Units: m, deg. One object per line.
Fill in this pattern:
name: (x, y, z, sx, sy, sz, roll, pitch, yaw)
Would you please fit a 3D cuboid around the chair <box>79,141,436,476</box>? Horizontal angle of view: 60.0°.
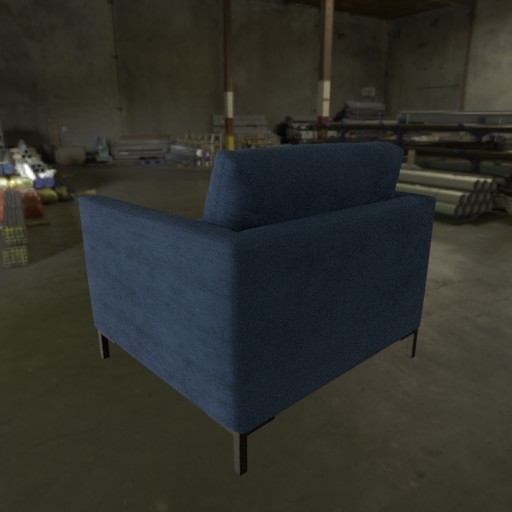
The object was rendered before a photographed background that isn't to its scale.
chair: (0.000, 0.000, 1.613, 0.964, 0.812, 0.875, -15, 22, -41)
